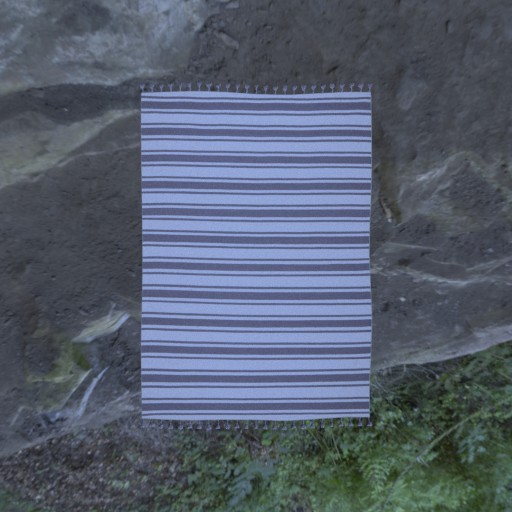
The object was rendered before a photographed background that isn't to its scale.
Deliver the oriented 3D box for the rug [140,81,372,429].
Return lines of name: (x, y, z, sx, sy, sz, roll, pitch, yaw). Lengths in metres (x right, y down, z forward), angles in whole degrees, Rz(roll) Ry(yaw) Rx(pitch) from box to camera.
rug: (0.000, 0.000, 3.874, 2.030, 0.017, 3.040, 0, 90, 0)
